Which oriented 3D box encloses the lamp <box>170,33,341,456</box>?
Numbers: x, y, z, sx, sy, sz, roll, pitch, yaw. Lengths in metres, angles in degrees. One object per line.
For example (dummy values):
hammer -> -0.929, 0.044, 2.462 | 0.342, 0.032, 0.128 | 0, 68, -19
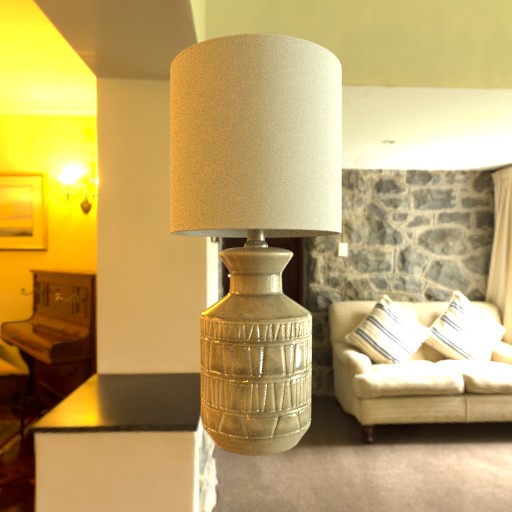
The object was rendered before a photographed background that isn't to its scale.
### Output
lamp -> 0.000, 0.000, 0.557 | 0.211, 0.455, 0.211 | 0, 0, 38
